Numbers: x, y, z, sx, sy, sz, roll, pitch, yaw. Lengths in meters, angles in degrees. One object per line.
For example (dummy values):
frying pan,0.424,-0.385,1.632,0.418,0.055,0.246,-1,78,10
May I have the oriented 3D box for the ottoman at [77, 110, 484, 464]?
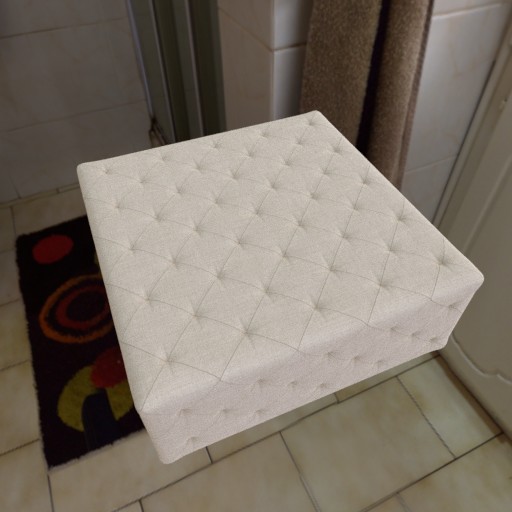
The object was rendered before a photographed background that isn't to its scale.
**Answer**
ottoman,0.000,0.000,1.606,1.028,0.439,1.028,-17,50,-15
